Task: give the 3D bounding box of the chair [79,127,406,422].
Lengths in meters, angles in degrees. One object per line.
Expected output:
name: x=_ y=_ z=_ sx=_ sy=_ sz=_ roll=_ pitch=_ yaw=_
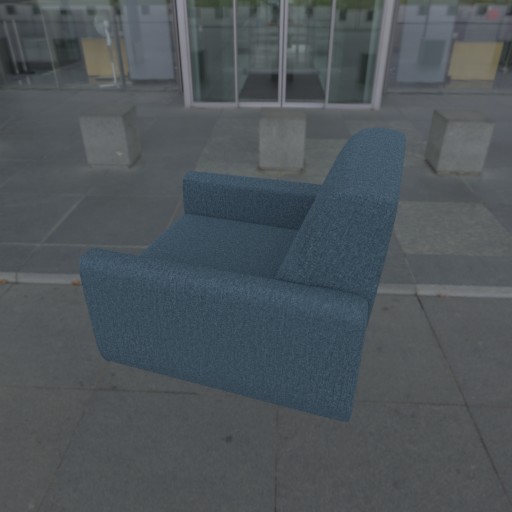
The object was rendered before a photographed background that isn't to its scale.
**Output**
chair: x=0.000 y=0.000 z=1.725 sx=0.964 sy=0.940 sz=0.880 roll=10 pitch=33 yaw=15
